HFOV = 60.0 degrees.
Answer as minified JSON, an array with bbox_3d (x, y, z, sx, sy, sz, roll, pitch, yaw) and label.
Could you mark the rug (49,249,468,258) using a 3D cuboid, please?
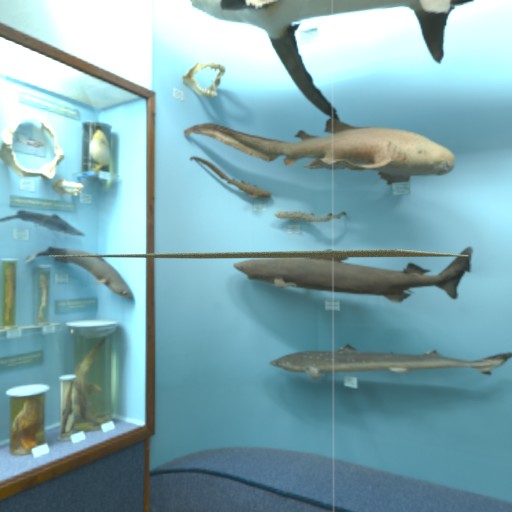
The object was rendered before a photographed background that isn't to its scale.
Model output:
[{"bbox_3d":[0.000,0.000,2.195,1.747,0.006,1.143,-1,-1,35],"label":"rug"}]
